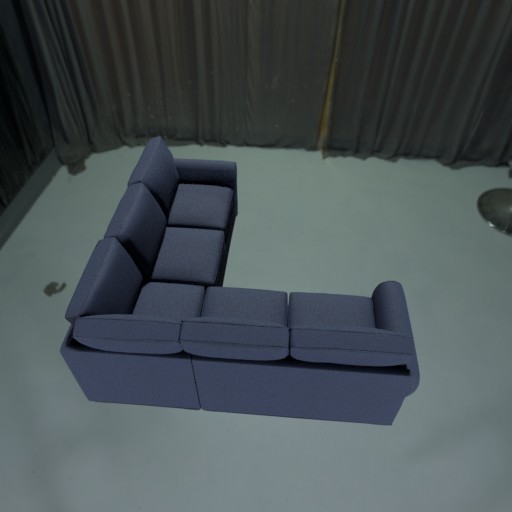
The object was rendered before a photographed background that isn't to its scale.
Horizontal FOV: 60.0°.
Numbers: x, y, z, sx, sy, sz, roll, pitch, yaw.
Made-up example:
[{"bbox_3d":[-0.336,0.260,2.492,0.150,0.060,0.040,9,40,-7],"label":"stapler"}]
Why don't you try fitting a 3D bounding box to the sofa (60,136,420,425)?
[{"bbox_3d":[0.000,0.000,4.027,2.487,1.042,2.562,3,46,3],"label":"sofa"}]
